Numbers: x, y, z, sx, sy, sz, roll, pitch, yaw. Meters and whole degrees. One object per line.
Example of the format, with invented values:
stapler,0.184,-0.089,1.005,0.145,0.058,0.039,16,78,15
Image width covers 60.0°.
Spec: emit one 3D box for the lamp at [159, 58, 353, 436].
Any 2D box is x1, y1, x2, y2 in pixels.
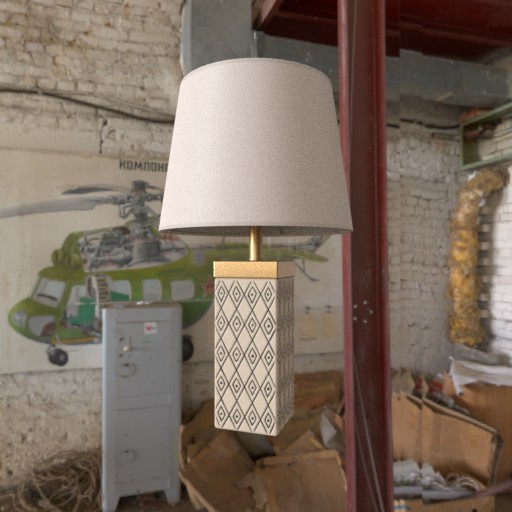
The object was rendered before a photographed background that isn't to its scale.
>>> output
lamp,0.000,0.000,0.586,0.251,0.435,0.251,0,0,0
